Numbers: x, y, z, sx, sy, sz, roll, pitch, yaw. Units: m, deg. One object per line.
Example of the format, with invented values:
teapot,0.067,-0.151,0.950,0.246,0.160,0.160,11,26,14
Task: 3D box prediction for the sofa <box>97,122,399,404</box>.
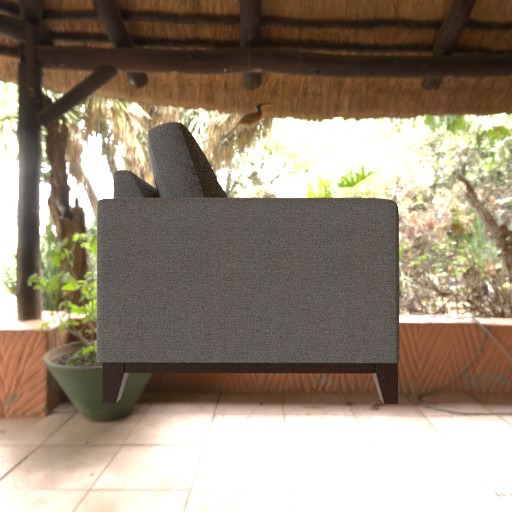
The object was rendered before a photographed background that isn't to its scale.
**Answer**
sofa,0.000,0.000,1.989,0.917,0.873,1.420,0,0,1
